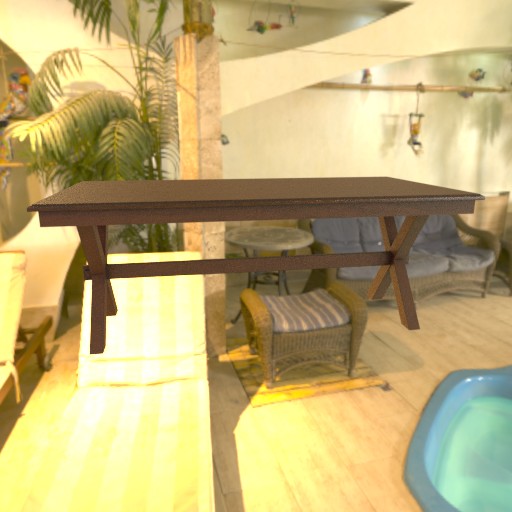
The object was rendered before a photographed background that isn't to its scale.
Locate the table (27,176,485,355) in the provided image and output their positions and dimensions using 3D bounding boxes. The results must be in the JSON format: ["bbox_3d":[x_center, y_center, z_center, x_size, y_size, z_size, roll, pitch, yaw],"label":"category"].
[{"bbox_3d":[0.000,0.000,1.481,1.197,0.459,0.594,-3,15,-10],"label":"table"}]
